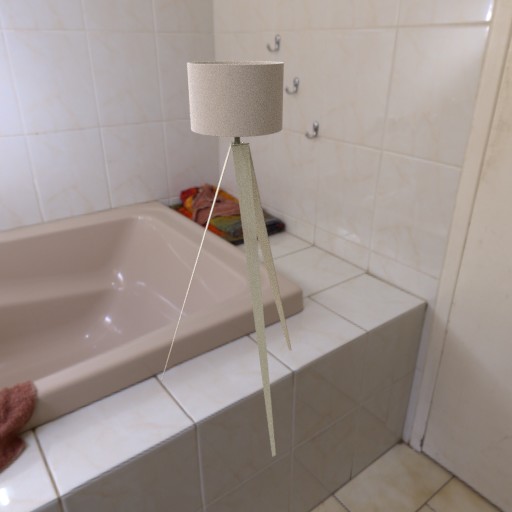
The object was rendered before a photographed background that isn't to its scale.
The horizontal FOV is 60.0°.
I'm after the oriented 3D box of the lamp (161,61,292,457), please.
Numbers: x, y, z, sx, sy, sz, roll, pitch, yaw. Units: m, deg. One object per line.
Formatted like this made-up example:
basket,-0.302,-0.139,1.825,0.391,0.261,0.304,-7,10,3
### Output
lamp,0.000,0.000,1.906,0.724,1.524,0.716,-16,30,-31
